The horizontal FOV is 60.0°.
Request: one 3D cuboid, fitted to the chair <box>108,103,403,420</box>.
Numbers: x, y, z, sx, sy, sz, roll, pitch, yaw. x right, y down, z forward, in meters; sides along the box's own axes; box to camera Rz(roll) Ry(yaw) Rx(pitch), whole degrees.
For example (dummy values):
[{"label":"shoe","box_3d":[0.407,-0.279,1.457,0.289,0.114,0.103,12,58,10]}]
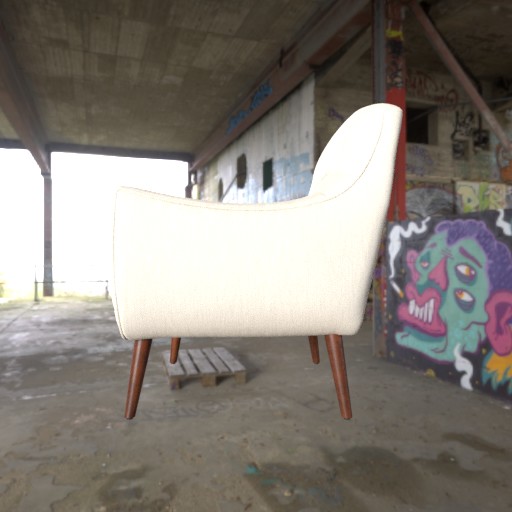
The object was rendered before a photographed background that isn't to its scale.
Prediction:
[{"label":"chair","box_3d":[0.000,0.000,1.435,0.787,0.838,0.762,0,0,0]}]
